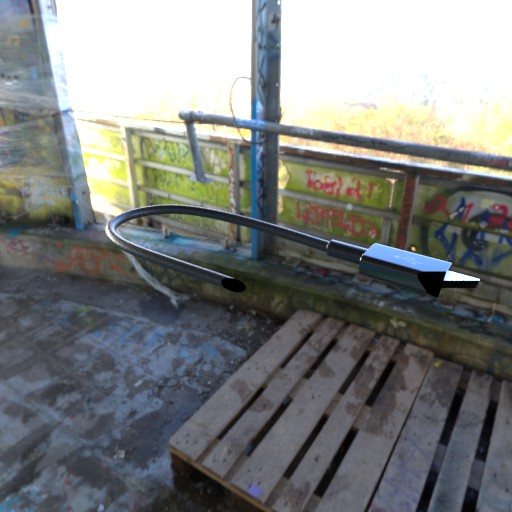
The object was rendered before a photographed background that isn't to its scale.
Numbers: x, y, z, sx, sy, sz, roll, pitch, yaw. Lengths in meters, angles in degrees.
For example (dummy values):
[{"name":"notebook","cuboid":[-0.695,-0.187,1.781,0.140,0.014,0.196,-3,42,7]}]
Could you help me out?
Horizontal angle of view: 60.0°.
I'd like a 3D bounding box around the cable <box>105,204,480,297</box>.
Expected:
[{"name":"cable","cuboid":[0.000,0.000,0.113,0.098,0.006,0.040,18,32,31]}]
